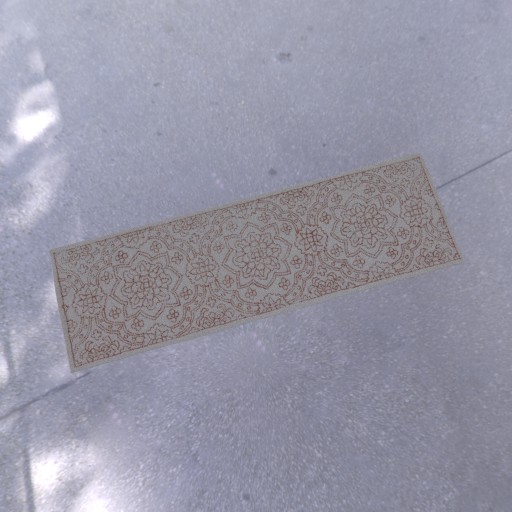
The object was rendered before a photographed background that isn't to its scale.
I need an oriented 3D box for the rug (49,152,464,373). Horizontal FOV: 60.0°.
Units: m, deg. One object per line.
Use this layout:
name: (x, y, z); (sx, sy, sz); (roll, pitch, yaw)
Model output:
rug: (0.000, 0.000, 2.725); (2.448, 0.012, 0.769); (-15, 77, -4)
